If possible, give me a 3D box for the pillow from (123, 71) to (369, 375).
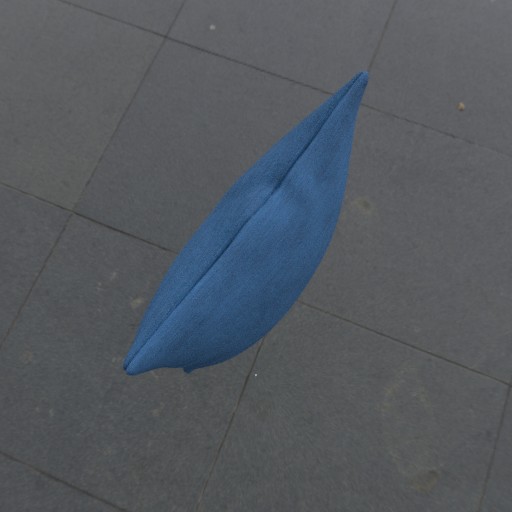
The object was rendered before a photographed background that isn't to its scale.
[{"bbox_3d":[0.000,0.000,0.681,0.177,0.420,0.437,36,78,9],"label":"pillow"}]
